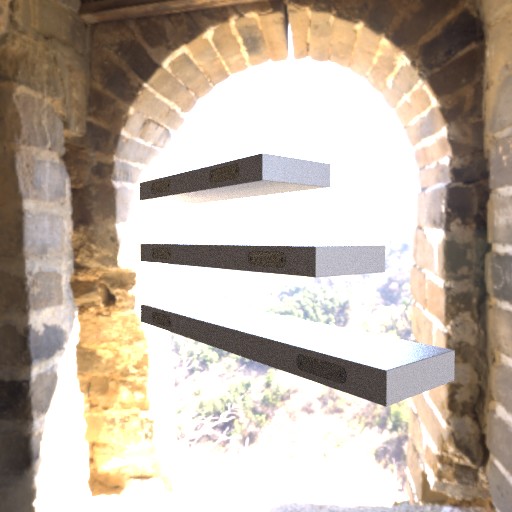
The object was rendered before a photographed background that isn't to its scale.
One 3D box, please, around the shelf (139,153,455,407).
[{"bbox_3d":[0.000,0.000,0.735,0.140,0.293,0.610,-2,3,-38],"label":"shelf"}]
